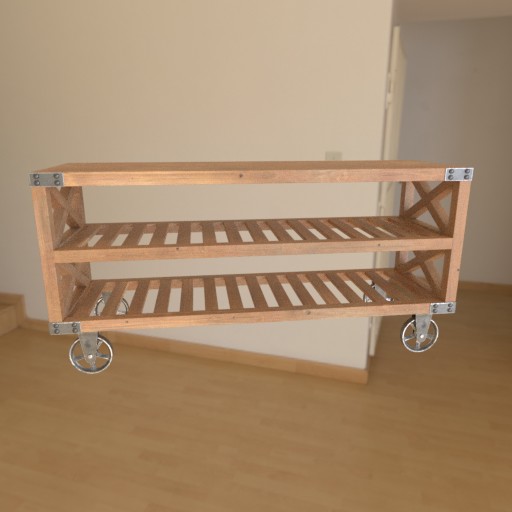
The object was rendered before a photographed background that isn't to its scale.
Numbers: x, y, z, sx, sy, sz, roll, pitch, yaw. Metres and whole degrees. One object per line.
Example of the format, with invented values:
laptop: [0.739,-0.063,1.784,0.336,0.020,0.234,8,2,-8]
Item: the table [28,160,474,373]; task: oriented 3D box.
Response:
table: [0.000,0.000,1.767,1.487,0.711,0.467,-2,16,-7]
